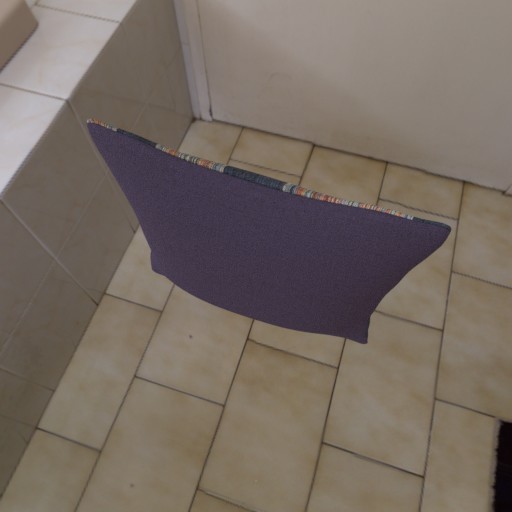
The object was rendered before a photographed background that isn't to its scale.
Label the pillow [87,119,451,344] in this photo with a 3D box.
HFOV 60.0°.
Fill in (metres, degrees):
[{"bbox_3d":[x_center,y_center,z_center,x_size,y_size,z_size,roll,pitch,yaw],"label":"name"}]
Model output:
[{"bbox_3d":[0.000,0.000,0.671,0.437,0.419,0.136,18,65,9],"label":"pillow"}]
